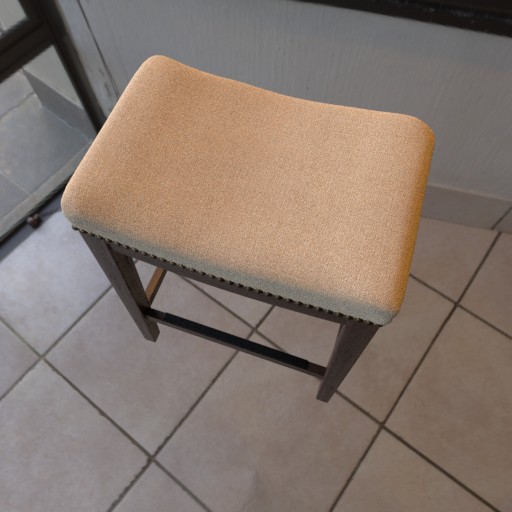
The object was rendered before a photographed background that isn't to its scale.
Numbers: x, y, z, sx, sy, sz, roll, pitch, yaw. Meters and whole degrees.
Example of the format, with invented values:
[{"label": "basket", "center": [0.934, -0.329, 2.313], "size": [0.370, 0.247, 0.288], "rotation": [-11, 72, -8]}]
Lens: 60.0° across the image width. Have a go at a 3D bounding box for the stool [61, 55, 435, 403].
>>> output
[{"label": "stool", "center": [0.000, 0.000, 0.936], "size": [0.509, 0.669, 0.363], "rotation": [17, 65, 8]}]
